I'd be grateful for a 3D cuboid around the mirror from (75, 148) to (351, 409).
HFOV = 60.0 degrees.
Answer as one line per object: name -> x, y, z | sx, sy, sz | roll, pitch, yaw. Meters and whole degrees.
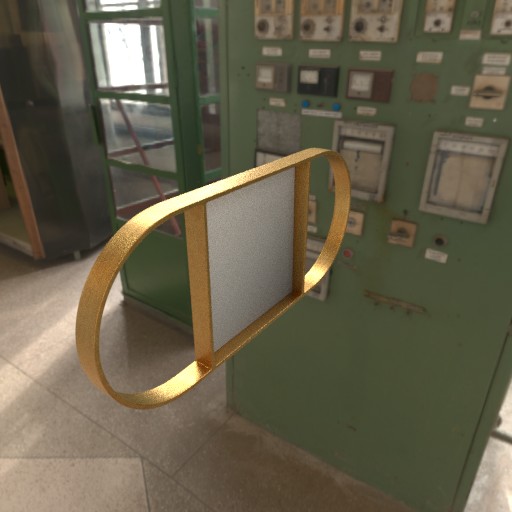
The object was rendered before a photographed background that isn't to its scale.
mirror -> 0.000, 0.000, 0.661 | 0.032, 0.254, 0.584 | 18, 32, 32
